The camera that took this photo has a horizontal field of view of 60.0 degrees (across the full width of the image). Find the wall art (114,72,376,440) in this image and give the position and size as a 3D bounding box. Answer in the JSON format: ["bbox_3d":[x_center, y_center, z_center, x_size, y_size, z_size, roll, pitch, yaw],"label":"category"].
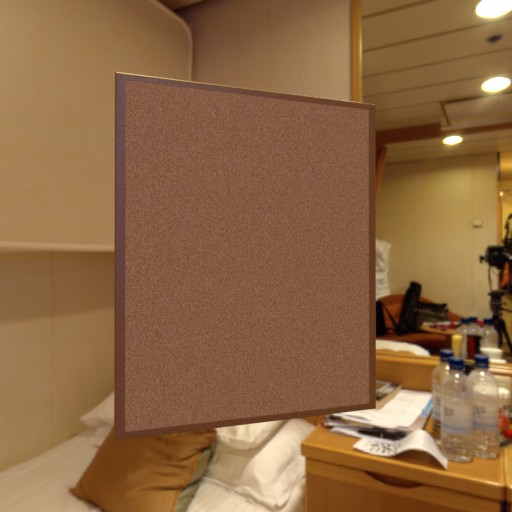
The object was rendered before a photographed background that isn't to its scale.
[{"bbox_3d":[0.000,0.000,0.509,0.310,0.379,0.015,0,0,-18],"label":"wall art"}]
